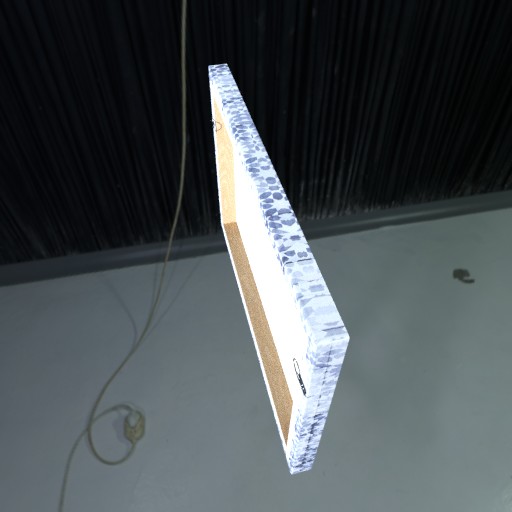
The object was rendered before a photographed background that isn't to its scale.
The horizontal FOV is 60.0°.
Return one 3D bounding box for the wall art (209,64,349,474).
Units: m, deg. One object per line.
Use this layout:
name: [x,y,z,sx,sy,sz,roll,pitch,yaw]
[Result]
wall art: [0.000,0.000,1.158,0.057,0.608,0.911,-10,49,-9]
